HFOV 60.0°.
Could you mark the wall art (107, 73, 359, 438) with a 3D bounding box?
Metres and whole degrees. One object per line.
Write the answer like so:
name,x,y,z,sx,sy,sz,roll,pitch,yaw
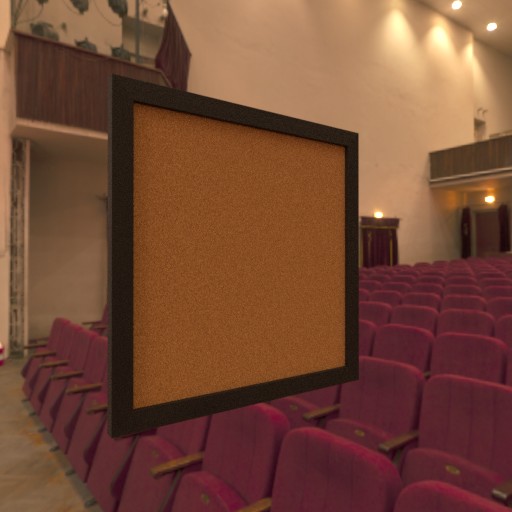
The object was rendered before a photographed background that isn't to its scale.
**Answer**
wall art,0.000,0.000,1.545,1.016,1.016,0.038,0,0,-36
